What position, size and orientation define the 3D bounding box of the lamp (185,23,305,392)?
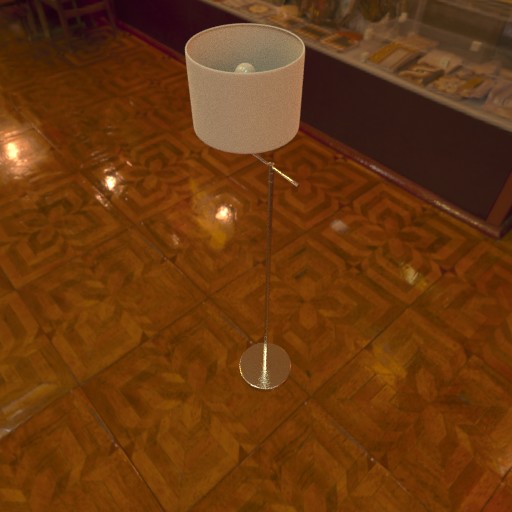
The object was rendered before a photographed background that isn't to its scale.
[{"bbox_3d":[0.000,0.000,1.762,0.324,1.600,0.416,-31,55,-26],"label":"lamp"}]
